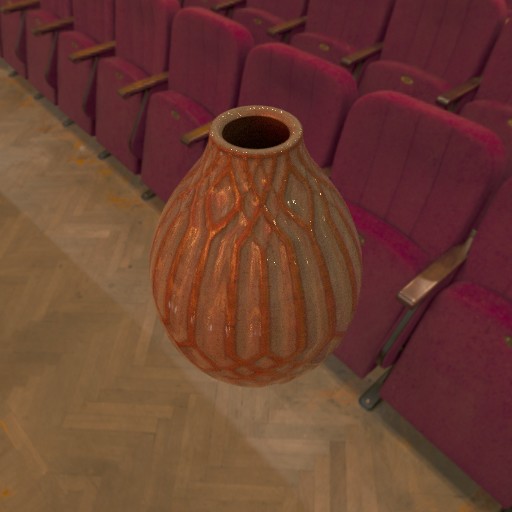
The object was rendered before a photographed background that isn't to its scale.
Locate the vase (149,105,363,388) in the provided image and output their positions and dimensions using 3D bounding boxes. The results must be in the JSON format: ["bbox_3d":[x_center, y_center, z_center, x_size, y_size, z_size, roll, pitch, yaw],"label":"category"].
[{"bbox_3d":[0.000,0.000,0.271,0.131,0.175,0.131,0,46,0],"label":"vase"}]
